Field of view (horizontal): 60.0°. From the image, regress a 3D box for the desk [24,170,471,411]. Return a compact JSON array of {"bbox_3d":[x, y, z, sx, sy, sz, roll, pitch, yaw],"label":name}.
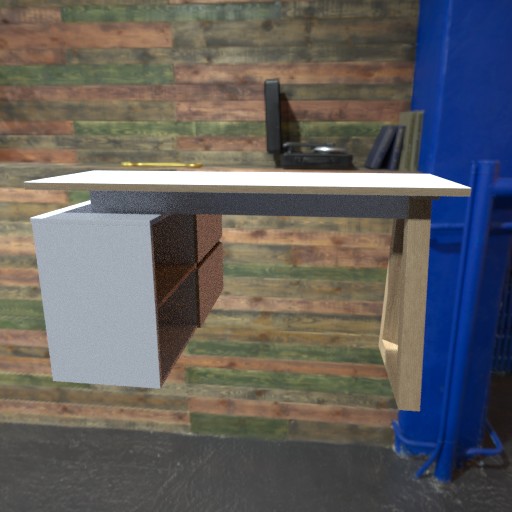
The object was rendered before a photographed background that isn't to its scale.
[{"bbox_3d":[0.000,0.000,2.000,1.404,0.755,1.098,2,15,7],"label":"desk"}]
